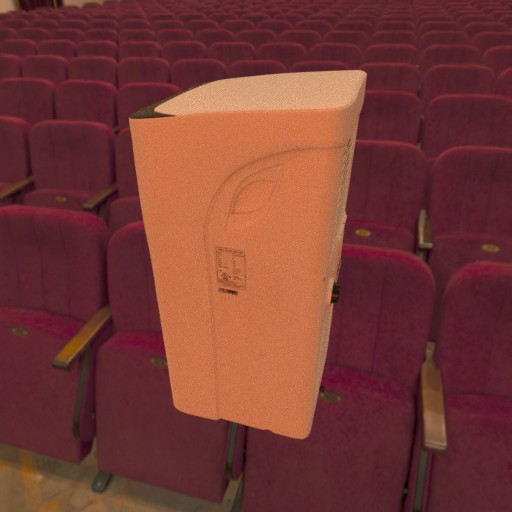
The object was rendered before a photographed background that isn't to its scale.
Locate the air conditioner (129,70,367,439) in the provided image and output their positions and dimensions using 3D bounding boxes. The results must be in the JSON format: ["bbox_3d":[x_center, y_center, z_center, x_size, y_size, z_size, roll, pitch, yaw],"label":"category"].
[{"bbox_3d":[0.000,0.000,0.934,0.369,0.716,0.352,8,31,14],"label":"air conditioner"}]
